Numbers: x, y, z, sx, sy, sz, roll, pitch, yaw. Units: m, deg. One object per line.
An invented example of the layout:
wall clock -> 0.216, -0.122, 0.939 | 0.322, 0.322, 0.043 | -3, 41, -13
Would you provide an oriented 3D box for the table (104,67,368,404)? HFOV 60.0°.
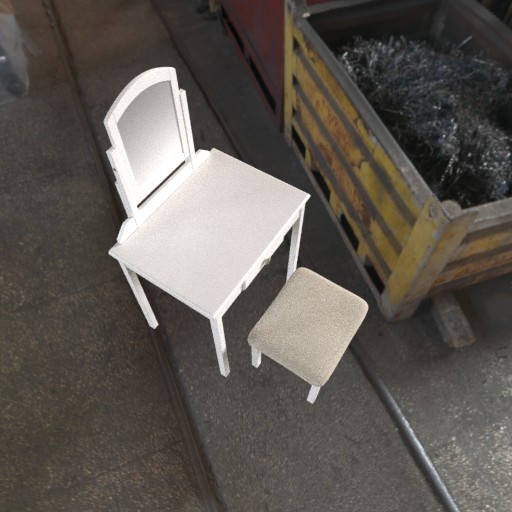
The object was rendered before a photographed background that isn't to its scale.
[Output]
table -> 0.000, 0.000, 2.282 | 1.211, 1.631, 0.876 | 29, 62, 18
